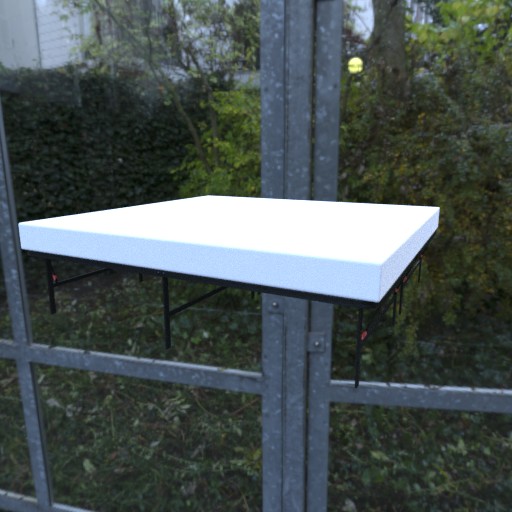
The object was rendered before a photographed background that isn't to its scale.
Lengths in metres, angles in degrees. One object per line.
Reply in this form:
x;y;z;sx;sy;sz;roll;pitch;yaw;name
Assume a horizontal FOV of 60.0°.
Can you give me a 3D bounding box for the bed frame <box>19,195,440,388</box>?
0.000;0.000;2.944;2.032;0.559;1.930;7;15;27;bed frame
